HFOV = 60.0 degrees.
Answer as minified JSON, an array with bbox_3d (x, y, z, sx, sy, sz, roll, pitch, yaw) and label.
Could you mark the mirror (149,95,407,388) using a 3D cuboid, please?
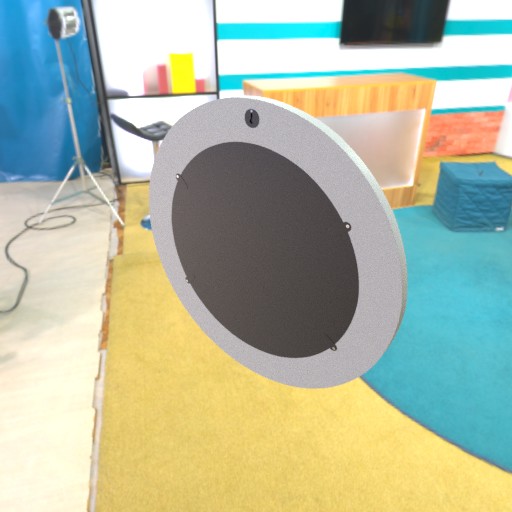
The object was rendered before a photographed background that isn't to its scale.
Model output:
[{"bbox_3d":[0.000,0.000,1.338,0.914,0.914,0.038,21,36,32],"label":"mirror"}]
